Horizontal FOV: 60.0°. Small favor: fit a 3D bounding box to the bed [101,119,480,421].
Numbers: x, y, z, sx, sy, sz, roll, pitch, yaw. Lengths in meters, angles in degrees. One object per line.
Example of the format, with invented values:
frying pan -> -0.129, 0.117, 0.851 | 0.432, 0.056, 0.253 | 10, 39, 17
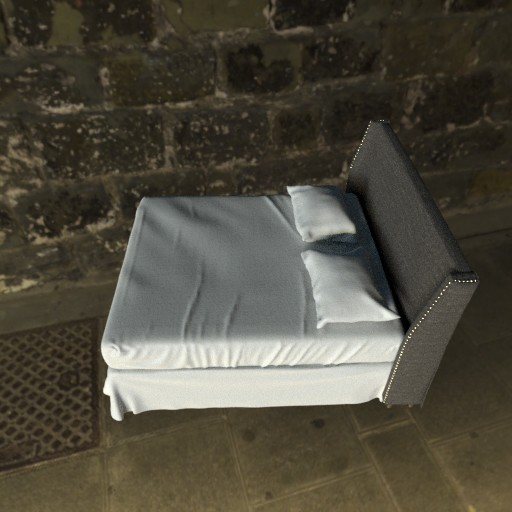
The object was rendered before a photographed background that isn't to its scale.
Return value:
bed -> 0.000, 0.000, 3.381 | 2.276, 1.332, 1.925 | -1, 42, -1
